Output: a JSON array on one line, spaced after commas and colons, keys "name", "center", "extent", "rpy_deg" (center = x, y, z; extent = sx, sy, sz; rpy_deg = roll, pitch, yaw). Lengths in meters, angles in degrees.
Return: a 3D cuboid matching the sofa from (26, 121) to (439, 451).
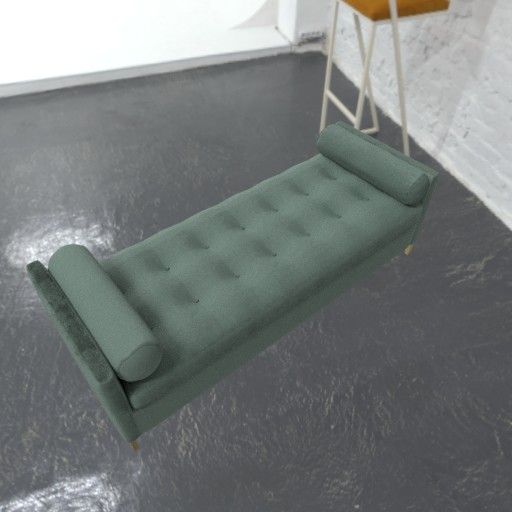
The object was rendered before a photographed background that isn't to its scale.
[{"name": "sofa", "center": [0.000, 0.000, 2.462], "extent": [2.102, 0.705, 0.796], "rpy_deg": [-30, 53, -26]}]
